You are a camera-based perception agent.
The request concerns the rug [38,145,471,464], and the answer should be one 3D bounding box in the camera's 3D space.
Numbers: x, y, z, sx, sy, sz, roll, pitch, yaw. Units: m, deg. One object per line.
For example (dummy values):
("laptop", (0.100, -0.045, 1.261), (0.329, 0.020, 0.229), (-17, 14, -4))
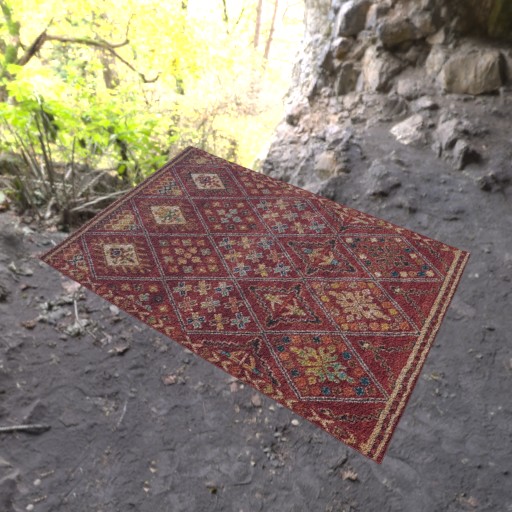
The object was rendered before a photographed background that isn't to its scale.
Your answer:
("rug", (0.000, 0.000, 2.799), (2.286, 0.026, 1.521), (25, 52, 22))
